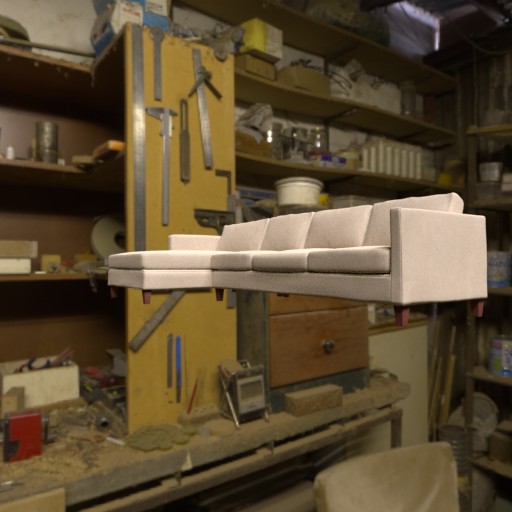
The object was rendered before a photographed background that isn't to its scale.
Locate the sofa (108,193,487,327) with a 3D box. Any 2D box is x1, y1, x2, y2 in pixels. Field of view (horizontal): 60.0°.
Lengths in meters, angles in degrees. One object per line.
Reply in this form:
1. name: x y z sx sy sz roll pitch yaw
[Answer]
1. sofa: 0.000 0.000 3.847 1.625 0.846 3.186 1 -1 -35
